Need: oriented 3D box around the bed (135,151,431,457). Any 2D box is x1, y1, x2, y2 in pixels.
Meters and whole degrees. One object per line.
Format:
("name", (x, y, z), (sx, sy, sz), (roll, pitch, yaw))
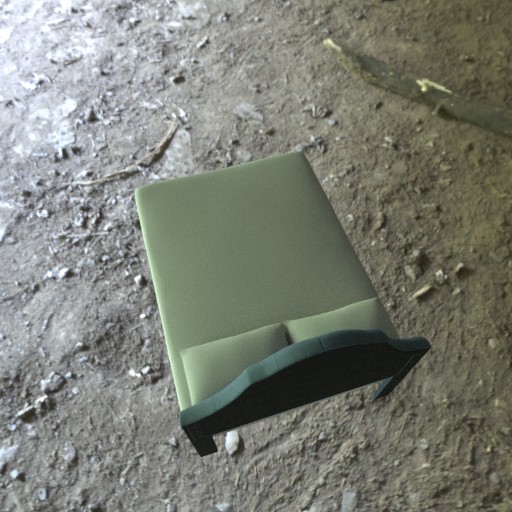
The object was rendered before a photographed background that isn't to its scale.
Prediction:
("bed", (0.000, 0.000, 3.270), (1.636, 1.575, 2.155), (-15, 59, -9))
